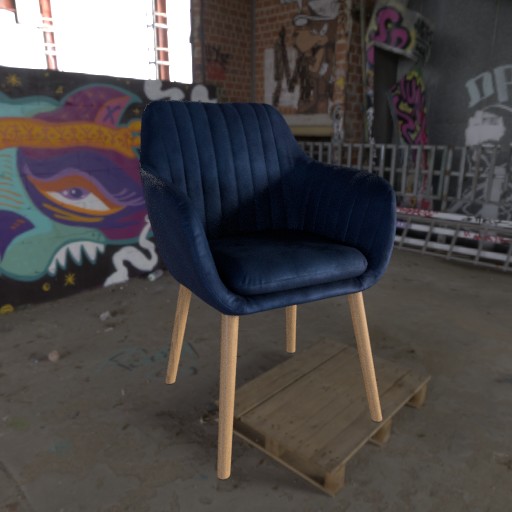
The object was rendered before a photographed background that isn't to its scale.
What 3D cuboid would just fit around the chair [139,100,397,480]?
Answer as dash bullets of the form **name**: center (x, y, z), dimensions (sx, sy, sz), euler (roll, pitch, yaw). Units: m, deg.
- **chair**: center (0.000, 0.000, 1.205), dimensions (0.578, 0.826, 0.573), euler (-8, 17, -26)
